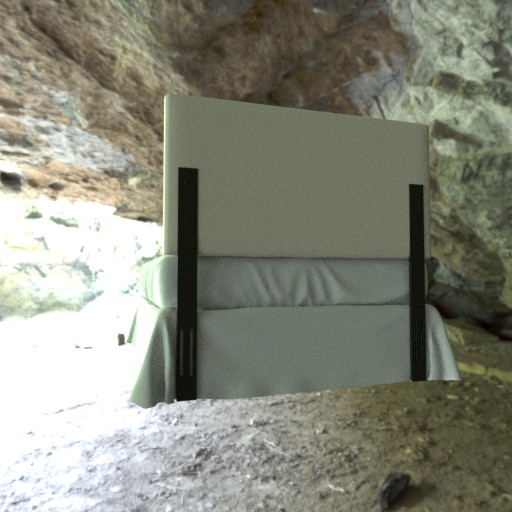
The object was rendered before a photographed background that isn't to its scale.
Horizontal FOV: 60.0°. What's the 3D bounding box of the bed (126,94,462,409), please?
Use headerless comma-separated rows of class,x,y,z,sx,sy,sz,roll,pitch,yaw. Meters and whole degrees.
bed,0.000,0.000,3.450,1.936,1.577,2.222,1,-3,-17
